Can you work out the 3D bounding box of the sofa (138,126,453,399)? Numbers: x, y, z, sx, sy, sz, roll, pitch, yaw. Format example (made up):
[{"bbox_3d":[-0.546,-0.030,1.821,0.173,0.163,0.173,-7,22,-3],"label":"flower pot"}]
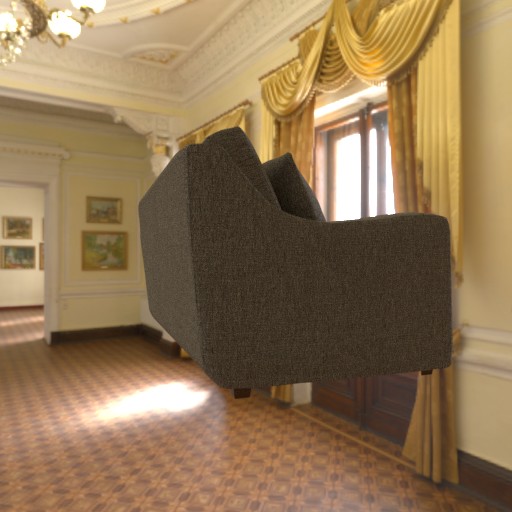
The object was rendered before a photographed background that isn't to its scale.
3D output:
[{"bbox_3d":[0.000,0.000,2.417,1.120,0.991,1.778,0,0,-20],"label":"sofa"}]
